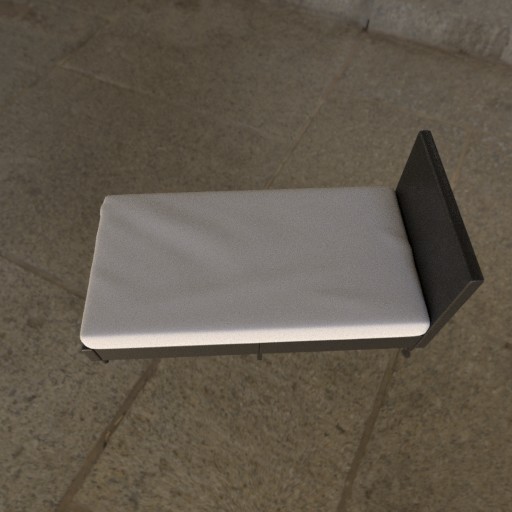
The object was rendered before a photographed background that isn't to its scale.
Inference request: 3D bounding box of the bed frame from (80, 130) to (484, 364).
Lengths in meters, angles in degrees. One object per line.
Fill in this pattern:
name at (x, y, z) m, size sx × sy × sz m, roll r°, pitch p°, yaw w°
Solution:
bed frame at (0.000, 0.000, 2.605) m, size 2.152 × 1.046 × 1.038 m, roll -2°, pitch 58°, yaw -1°
